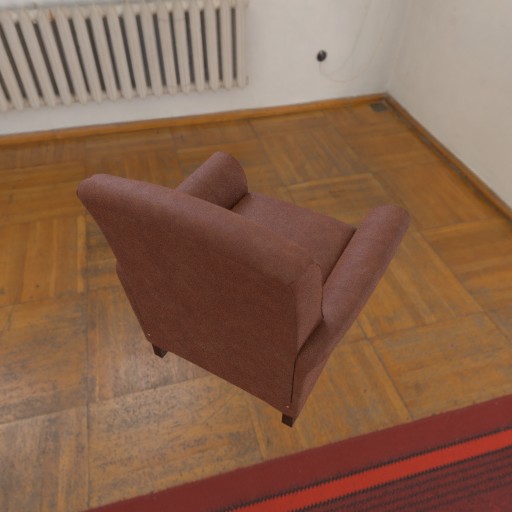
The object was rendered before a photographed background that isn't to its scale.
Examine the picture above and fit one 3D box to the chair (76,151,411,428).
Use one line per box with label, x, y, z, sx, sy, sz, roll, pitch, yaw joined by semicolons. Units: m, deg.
chair;0.000;0.000;1.771;0.978;1.061;0.902;22;48;21
